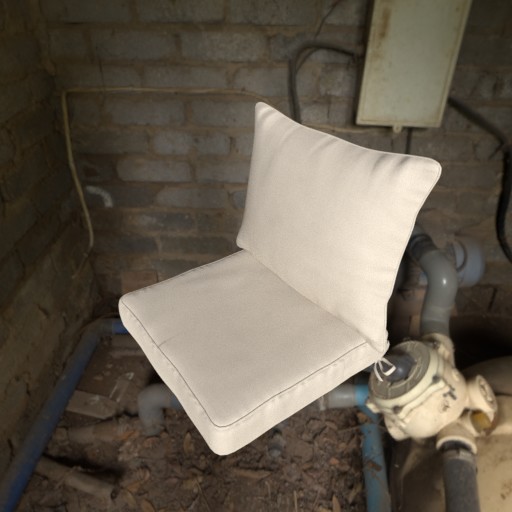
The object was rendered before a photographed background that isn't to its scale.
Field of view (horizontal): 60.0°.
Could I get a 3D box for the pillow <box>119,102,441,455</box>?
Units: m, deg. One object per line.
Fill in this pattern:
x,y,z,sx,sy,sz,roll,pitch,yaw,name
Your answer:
0.000,0.000,1.380,0.733,0.716,0.798,-21,39,-30,pillow
